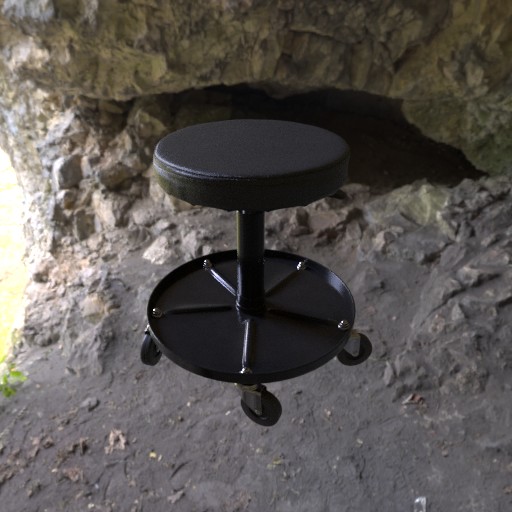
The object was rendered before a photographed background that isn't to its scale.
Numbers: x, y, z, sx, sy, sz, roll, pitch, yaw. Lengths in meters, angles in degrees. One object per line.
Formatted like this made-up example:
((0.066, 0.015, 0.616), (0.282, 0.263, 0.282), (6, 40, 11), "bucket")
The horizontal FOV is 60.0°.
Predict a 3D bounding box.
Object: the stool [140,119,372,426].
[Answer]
((0.000, 0.000, 0.704), (0.382, 0.365, 0.381), (-1, 31, -2), "stool")
